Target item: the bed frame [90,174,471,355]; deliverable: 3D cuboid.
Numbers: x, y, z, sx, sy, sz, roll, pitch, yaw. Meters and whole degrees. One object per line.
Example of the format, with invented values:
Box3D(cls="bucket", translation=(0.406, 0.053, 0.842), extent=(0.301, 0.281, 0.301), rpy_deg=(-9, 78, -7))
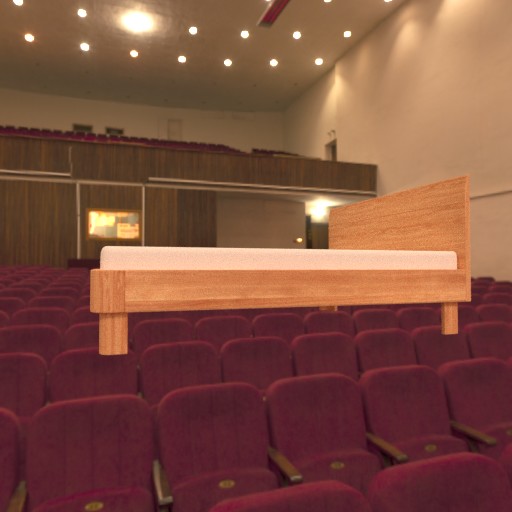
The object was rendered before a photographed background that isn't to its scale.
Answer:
Box3D(cls="bed frame", translation=(0.000, 0.000, 3.044), extent=(2.092, 0.940, 1.660), rpy_deg=(1, -2, -19))
